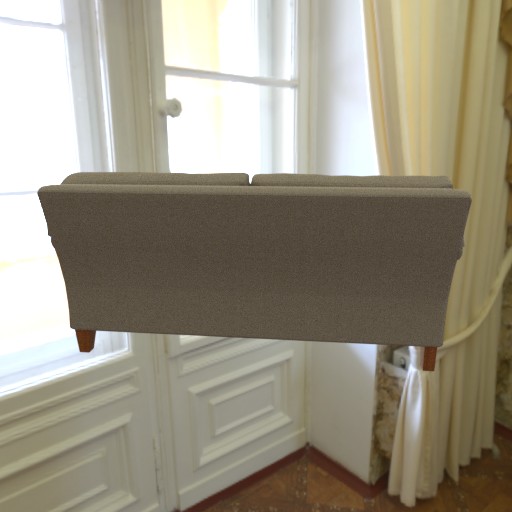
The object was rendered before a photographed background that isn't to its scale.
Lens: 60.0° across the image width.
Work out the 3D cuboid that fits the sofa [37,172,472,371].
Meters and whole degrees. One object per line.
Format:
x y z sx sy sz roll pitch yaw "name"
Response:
0.000 0.000 2.729 2.160 1.054 1.087 2 15 6 "sofa"
